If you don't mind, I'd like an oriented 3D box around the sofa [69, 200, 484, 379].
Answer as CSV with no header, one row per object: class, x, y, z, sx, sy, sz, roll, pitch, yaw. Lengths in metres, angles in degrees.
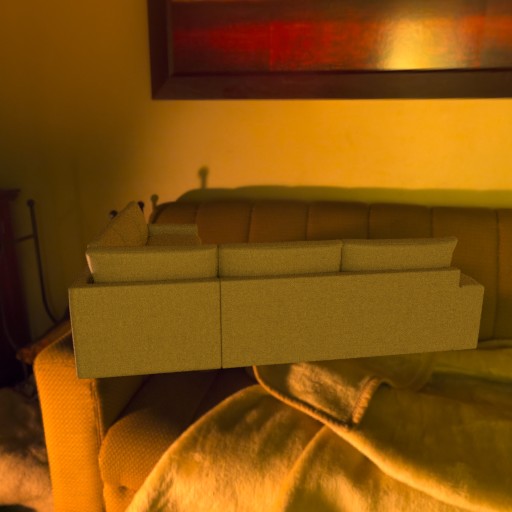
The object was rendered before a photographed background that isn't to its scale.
sofa,0.000,0.000,4.054,2.622,0.800,2.742,-2,14,-9
